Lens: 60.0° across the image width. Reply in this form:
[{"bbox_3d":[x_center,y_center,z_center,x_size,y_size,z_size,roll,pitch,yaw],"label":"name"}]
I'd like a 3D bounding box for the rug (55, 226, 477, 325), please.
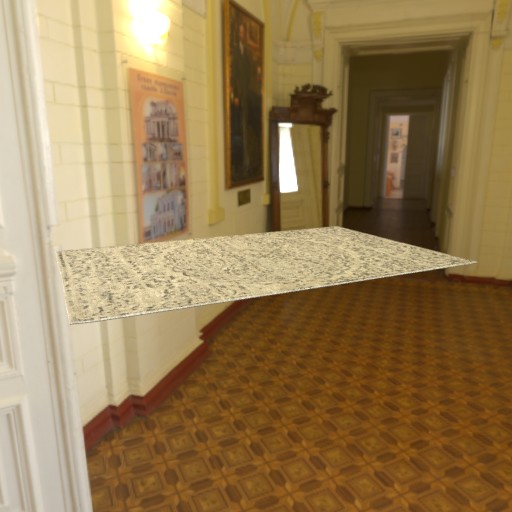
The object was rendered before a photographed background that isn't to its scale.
[{"bbox_3d":[0.000,0.000,3.017,2.447,0.021,1.527,-6,15,-25],"label":"rug"}]
